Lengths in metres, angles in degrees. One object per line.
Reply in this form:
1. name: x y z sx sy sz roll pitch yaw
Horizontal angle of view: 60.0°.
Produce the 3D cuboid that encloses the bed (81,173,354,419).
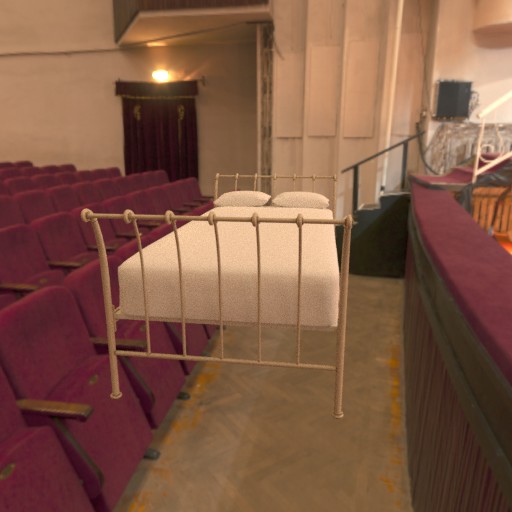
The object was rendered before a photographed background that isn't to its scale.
1. bed: 0.000 0.000 2.755 1.032 0.873 2.228 2 14 8
